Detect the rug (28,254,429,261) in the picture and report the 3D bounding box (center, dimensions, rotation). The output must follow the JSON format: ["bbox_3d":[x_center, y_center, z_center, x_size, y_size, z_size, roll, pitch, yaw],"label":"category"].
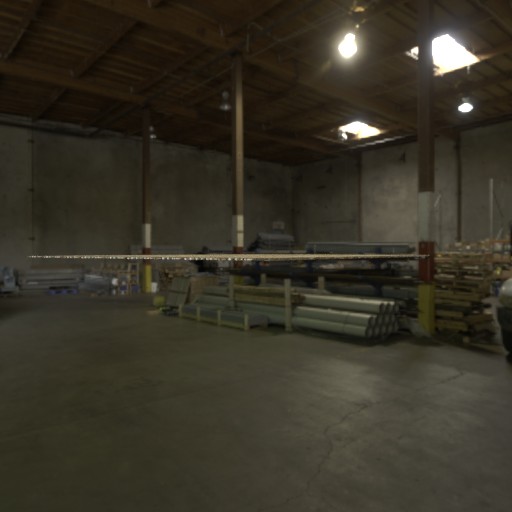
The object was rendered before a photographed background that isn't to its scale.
[{"bbox_3d":[0.000,0.000,4.352,2.431,0.017,3.291,0,1,37],"label":"rug"}]
